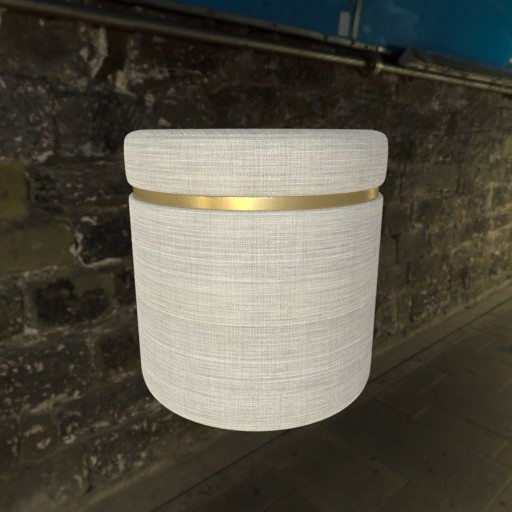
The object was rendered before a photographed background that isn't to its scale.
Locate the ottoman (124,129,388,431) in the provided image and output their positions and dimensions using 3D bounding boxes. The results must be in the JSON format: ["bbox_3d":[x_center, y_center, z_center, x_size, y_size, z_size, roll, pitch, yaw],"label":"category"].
[{"bbox_3d":[0.000,0.000,0.744,0.400,0.406,0.400,0,15,0],"label":"ottoman"}]
